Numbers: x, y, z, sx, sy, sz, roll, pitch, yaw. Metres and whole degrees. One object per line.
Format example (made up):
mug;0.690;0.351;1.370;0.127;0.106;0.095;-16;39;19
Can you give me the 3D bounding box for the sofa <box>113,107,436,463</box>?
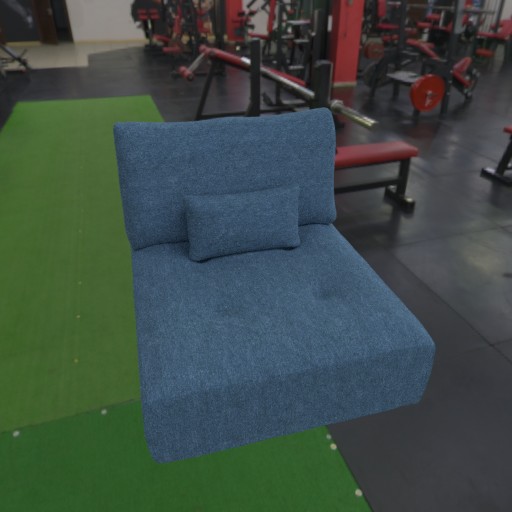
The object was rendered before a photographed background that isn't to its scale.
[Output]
sofa;0.000;0.000;1.648;0.930;0.820;1.000;-8;33;-13
